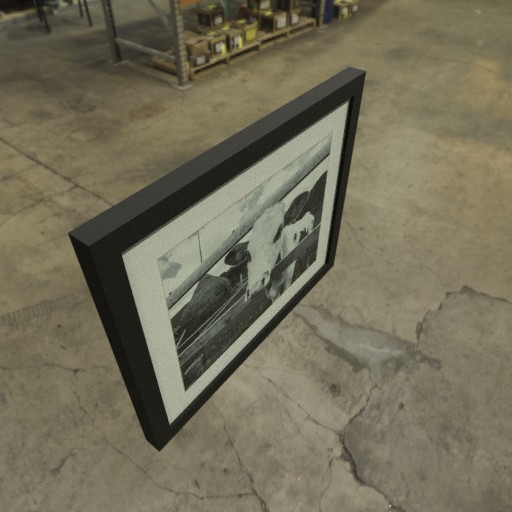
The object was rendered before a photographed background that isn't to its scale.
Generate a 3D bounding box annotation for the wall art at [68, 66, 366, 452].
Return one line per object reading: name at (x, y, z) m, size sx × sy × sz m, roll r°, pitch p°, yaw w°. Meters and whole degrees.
wall art at (0.000, 0.000, 0.538) m, size 0.024 × 0.329 × 0.404 m, roll 28°, pitch 50°, yaw 27°
